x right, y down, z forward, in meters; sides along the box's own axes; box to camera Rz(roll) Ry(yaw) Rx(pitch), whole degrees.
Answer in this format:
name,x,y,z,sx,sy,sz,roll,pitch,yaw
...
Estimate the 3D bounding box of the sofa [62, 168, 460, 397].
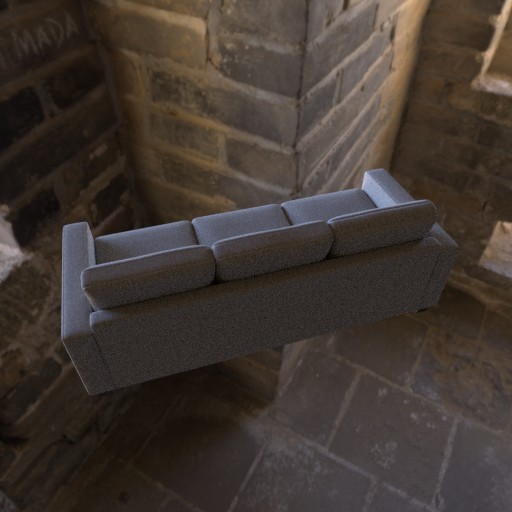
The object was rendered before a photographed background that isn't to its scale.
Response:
name,x,y,z,sx,sy,sz,roll,pitch,yaw
sofa,0.000,0.000,2.639,2.120,0.800,0.900,-12,44,-13
